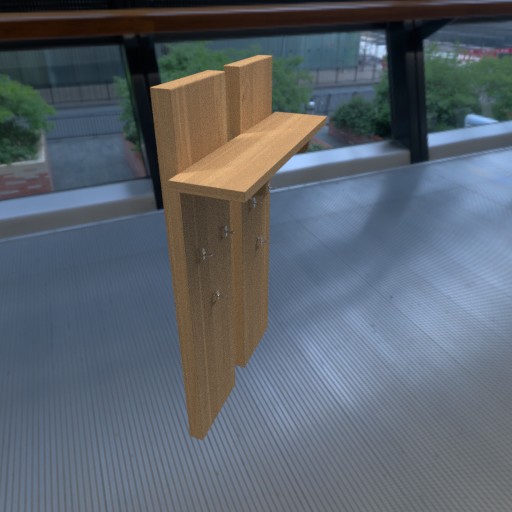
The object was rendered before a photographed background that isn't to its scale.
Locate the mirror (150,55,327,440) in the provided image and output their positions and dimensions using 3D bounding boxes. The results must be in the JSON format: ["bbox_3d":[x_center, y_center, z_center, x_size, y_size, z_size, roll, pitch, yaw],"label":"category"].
[{"bbox_3d":[0.000,0.000,1.602,0.260,1.250,0.800,11,32,18],"label":"mirror"}]
